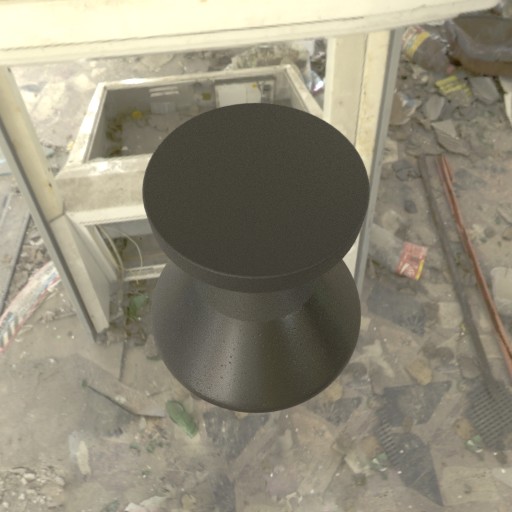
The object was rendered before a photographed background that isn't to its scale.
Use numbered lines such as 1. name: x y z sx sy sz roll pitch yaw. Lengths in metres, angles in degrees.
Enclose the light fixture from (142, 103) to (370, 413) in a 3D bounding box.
1. light fixture: 0.000 0.000 0.350 0.200 0.183 0.200 0 59 0
